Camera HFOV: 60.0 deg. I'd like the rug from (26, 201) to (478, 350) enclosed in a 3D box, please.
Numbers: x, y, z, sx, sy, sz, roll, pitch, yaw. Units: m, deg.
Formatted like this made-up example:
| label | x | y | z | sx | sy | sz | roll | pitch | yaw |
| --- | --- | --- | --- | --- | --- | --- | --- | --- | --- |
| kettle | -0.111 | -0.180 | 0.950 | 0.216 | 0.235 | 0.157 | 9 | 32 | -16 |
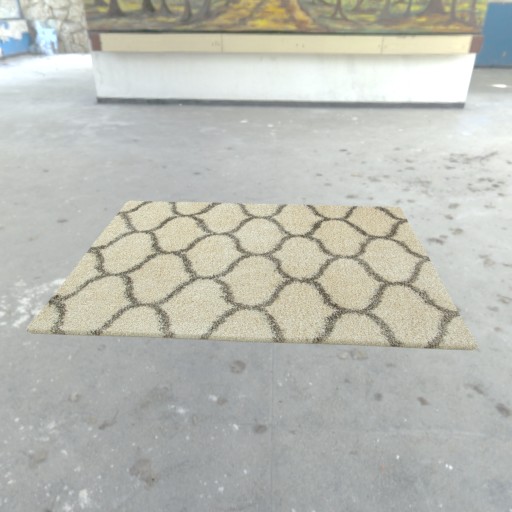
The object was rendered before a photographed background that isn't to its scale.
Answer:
| label | x | y | z | sx | sy | sz | roll | pitch | yaw |
| --- | --- | --- | --- | --- | --- | --- | --- | --- | --- |
| rug | 0.000 | 0.000 | 2.077 | 1.600 | 0.025 | 1.200 | 2 | 30 | 3 |
